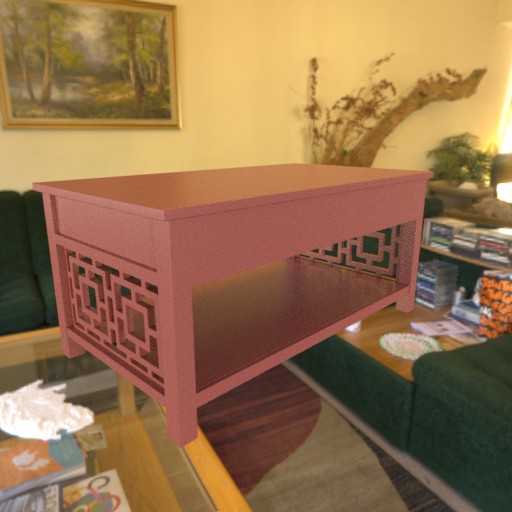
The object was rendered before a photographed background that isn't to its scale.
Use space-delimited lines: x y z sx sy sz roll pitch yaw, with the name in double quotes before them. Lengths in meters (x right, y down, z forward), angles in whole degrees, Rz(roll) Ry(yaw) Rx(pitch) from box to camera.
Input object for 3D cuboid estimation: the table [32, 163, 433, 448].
"table" 0.000 0.000 1.389 0.612 0.493 1.068 15 21 43
